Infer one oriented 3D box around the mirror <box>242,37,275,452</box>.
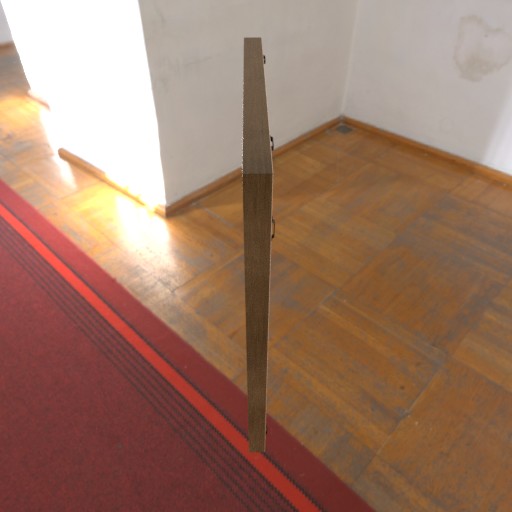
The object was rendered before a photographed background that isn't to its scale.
[{"bbox_3d":[0.000,0.000,0.928,0.040,0.710,0.507,-1,42,-1],"label":"mirror"}]
